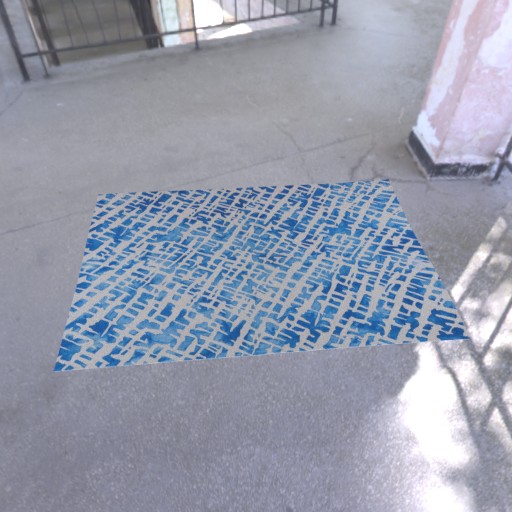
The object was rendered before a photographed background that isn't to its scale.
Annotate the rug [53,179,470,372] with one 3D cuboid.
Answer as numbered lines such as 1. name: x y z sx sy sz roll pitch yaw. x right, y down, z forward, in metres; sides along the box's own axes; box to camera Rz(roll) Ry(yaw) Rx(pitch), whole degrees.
1. rug: 0.000 0.000 2.350 1.830 0.011 1.209 -4 46 -4
